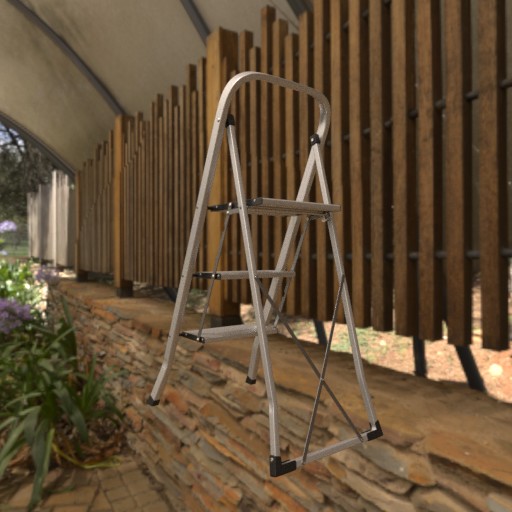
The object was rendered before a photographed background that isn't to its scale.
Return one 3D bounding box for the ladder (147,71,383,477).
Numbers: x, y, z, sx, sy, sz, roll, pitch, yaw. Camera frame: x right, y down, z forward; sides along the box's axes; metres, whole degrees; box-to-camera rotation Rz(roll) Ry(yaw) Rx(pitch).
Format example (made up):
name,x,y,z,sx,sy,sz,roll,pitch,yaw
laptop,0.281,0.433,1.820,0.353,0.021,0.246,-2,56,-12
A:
name,x,y,z,sx,sy,sz,roll,pitch,yaw
ladder,0.000,0.000,1.463,0.465,1.070,0.704,0,0,-37
